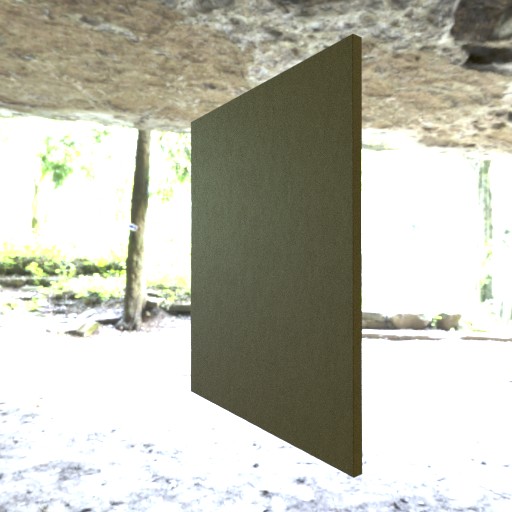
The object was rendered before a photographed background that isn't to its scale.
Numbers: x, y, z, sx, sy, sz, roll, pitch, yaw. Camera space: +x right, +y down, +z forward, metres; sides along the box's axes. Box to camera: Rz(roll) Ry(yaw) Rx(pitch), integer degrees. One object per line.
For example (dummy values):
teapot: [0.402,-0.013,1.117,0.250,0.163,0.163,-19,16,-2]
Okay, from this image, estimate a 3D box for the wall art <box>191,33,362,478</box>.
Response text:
wall art: [0.000,0.000,1.333,0.030,1.002,0.798,0,-1,-35]
